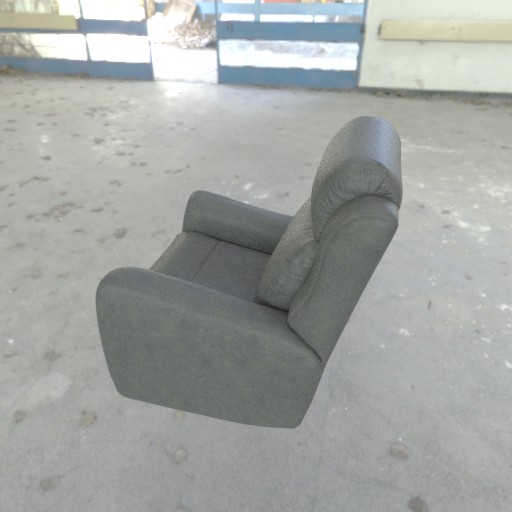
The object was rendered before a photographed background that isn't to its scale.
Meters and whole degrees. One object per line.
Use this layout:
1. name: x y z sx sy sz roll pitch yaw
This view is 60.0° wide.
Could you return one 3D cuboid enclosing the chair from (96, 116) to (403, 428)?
1. chair: 0.000 0.000 1.914 1.068 1.116 0.967 8 32 13
